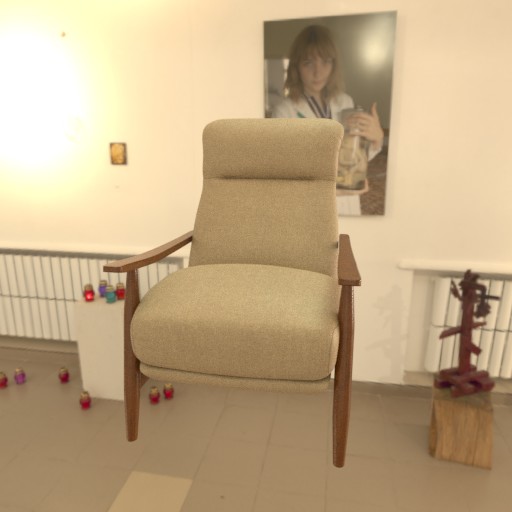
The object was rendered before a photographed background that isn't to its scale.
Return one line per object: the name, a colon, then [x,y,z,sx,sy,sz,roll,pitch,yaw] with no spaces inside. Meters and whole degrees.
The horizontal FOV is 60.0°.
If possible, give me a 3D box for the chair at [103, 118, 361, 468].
chair: [0.000,0.000,1.772,0.762,1.082,1.030,3,16,10]
